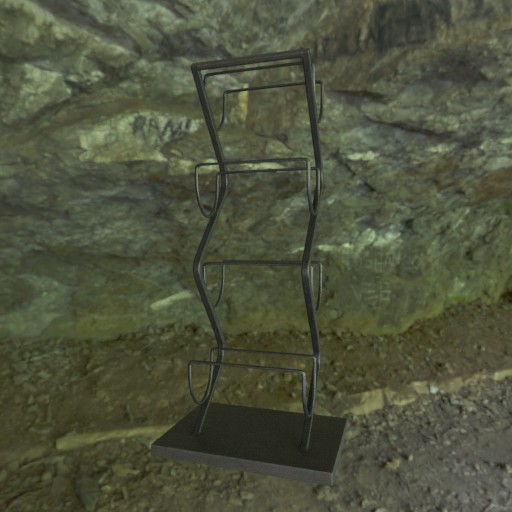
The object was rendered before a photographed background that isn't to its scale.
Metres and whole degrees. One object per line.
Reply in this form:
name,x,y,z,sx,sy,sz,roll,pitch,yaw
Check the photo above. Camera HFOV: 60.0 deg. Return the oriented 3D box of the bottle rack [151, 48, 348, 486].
bottle rack,0.000,0.000,0.659,0.254,0.559,0.178,1,2,18
